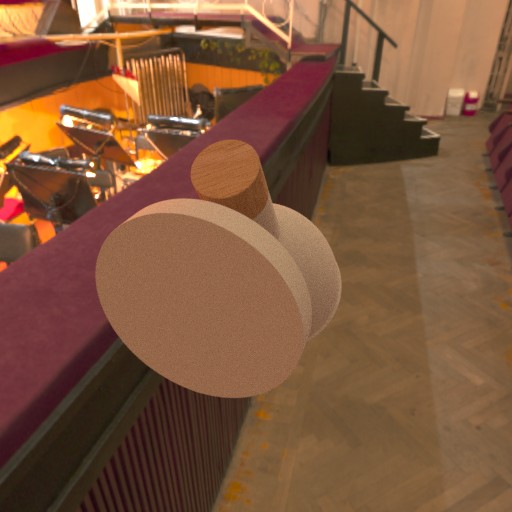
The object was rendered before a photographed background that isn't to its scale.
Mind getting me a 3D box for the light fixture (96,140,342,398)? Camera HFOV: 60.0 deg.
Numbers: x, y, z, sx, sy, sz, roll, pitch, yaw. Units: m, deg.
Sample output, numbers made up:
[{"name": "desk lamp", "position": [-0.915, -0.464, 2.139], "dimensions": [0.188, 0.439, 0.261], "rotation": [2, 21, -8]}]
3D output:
[{"name": "light fixture", "position": [0.000, 0.000, 0.341], "dimensions": [0.127, 0.199, 0.209], "rotation": [10, 32, 17]}]
